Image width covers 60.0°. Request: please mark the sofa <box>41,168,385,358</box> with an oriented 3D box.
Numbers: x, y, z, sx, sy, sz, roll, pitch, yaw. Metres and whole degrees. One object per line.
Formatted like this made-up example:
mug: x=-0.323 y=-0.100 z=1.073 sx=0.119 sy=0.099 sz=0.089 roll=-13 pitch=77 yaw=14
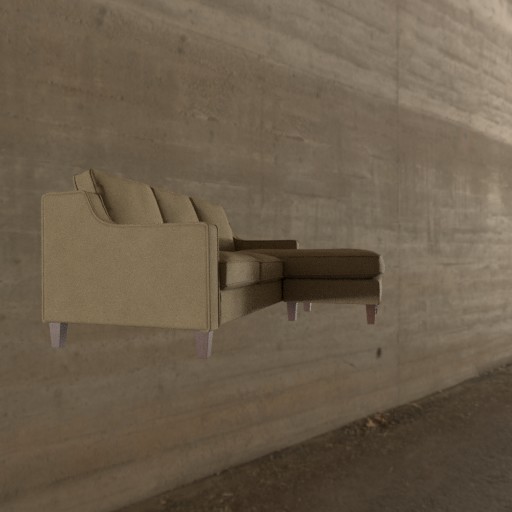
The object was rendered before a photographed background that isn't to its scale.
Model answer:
sofa: x=0.000 y=0.000 z=3.359 sx=1.858 sy=1.066 sz=2.317 roll=0 pitch=0 yaw=17
